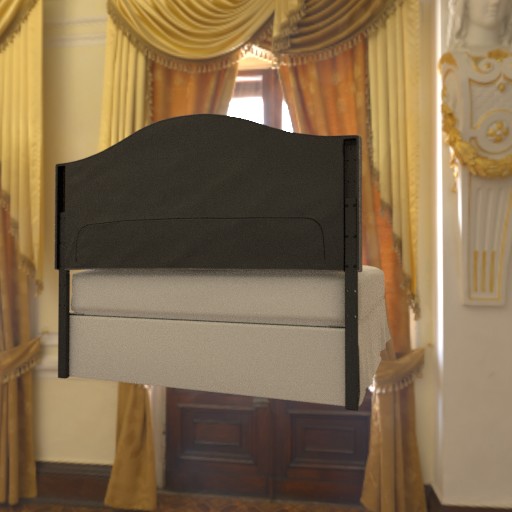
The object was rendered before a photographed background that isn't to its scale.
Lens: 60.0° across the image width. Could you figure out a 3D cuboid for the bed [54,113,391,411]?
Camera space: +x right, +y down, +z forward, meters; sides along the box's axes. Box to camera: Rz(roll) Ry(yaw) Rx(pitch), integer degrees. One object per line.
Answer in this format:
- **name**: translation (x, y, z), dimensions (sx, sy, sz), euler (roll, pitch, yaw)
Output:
- **bed**: translation (0.000, 0.000, 2.928), dimensions (1.610, 1.295, 1.870), euler (0, -1, 20)
